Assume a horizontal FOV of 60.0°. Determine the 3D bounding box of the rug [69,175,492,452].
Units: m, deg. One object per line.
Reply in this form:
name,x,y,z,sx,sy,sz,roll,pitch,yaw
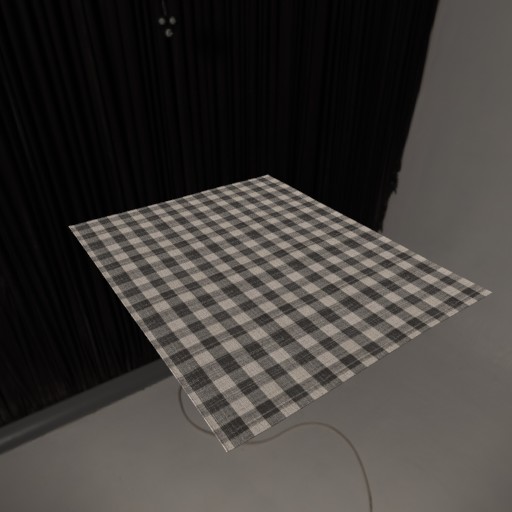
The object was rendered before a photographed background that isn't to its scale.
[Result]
rug,0.000,0.000,3.928,2.432,0.013,3.021,-20,37,-29
